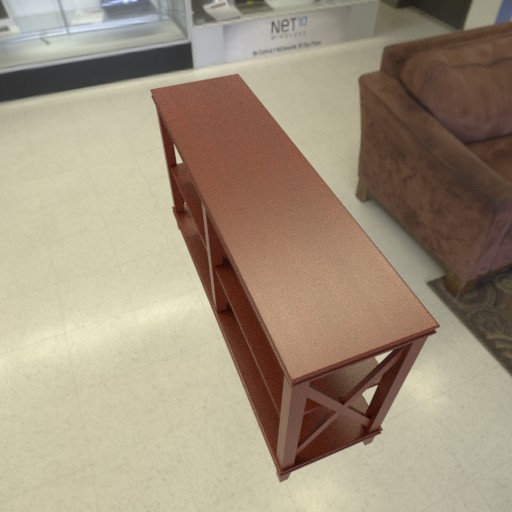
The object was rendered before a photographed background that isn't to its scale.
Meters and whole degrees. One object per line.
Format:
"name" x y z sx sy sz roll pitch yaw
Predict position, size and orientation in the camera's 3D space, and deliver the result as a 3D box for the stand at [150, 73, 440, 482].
"stand" 0.000 0.000 1.694 0.381 0.762 1.372 -16 50 -14
